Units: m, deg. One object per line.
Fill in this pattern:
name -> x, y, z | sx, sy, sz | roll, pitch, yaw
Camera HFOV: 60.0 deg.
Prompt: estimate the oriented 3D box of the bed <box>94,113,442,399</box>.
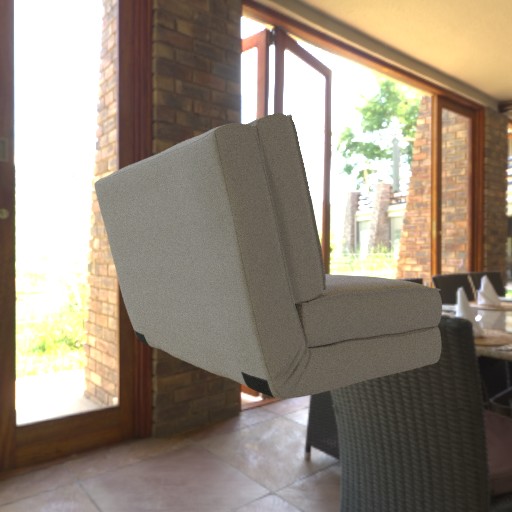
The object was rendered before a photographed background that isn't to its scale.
bed -> 0.000, 0.000, 1.341 | 0.749, 0.614, 0.799 | 0, 0, -36
